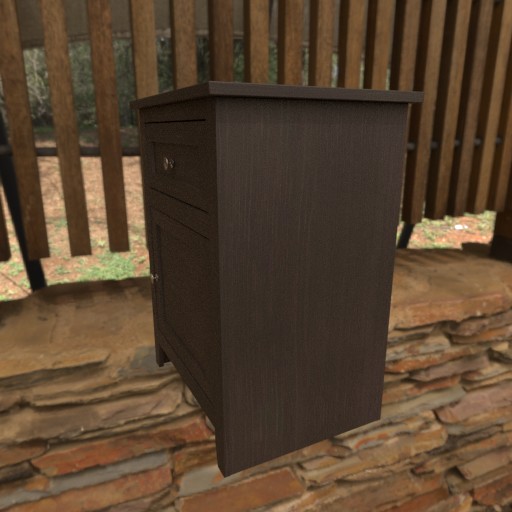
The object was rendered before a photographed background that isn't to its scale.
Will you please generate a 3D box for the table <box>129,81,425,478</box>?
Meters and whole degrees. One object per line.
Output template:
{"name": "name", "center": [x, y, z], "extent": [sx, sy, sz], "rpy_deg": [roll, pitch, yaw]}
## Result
{"name": "table", "center": [0.000, 0.000, 0.940], "extent": [0.381, 0.635, 0.480], "rpy_deg": [-8, 18, -26]}
